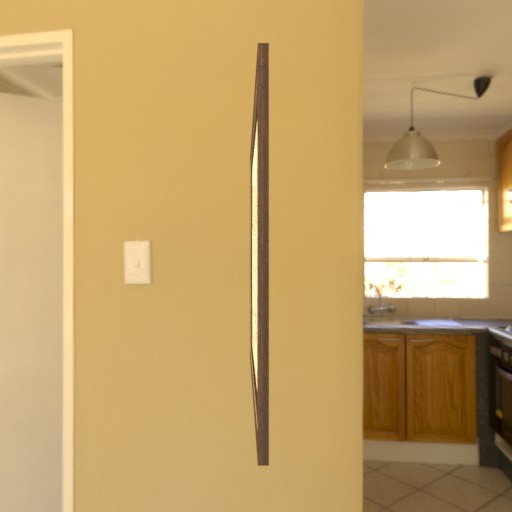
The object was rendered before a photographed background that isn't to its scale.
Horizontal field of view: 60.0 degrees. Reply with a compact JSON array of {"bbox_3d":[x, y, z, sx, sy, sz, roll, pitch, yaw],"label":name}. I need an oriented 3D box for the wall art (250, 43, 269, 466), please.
[{"bbox_3d":[0.000,0.000,1.434,0.023,0.875,1.033,0,-1,-2],"label":"wall art"}]
